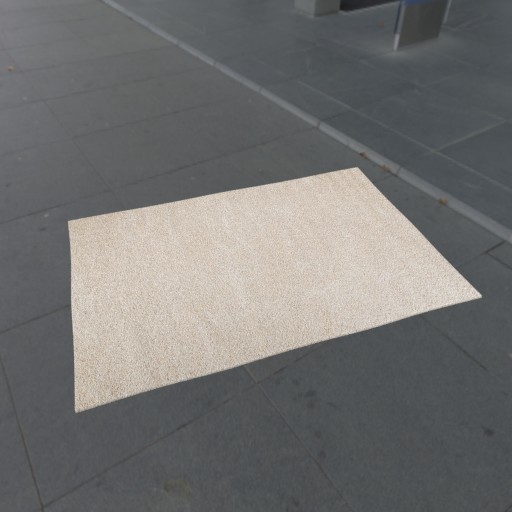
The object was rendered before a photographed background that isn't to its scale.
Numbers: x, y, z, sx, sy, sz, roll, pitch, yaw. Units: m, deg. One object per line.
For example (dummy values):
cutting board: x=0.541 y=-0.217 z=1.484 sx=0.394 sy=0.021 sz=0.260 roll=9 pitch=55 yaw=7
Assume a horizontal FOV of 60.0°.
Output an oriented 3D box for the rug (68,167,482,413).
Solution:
rug: x=0.000 y=0.000 z=3.387 sx=2.699 sy=0.025 sz=1.800 roll=-13 pitch=44 yaw=-14
